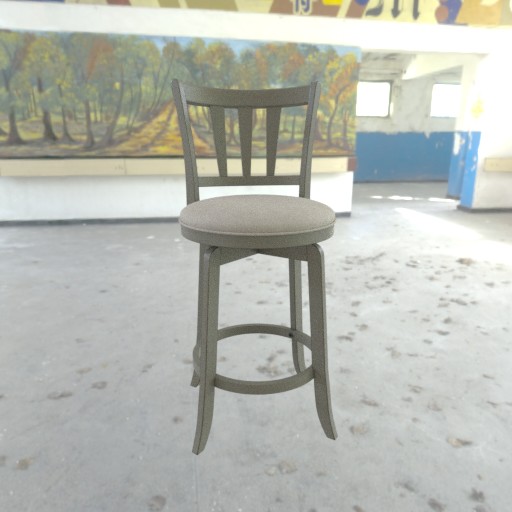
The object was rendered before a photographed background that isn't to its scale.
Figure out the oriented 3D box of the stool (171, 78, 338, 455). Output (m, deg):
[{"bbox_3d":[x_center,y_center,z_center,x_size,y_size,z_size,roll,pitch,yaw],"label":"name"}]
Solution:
[{"bbox_3d":[0.000,0.000,1.298,0.450,0.994,0.486,-2,16,-9],"label":"stool"}]
